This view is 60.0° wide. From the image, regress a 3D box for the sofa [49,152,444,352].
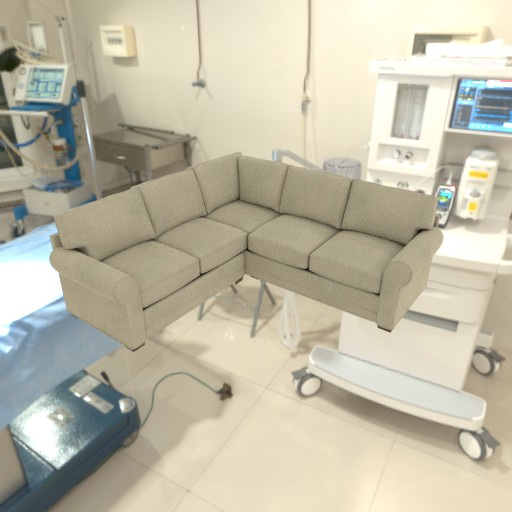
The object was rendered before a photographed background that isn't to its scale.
[{"bbox_3d":[0.000,0.000,3.930,2.562,1.053,2.487,19,33,32],"label":"sofa"}]
